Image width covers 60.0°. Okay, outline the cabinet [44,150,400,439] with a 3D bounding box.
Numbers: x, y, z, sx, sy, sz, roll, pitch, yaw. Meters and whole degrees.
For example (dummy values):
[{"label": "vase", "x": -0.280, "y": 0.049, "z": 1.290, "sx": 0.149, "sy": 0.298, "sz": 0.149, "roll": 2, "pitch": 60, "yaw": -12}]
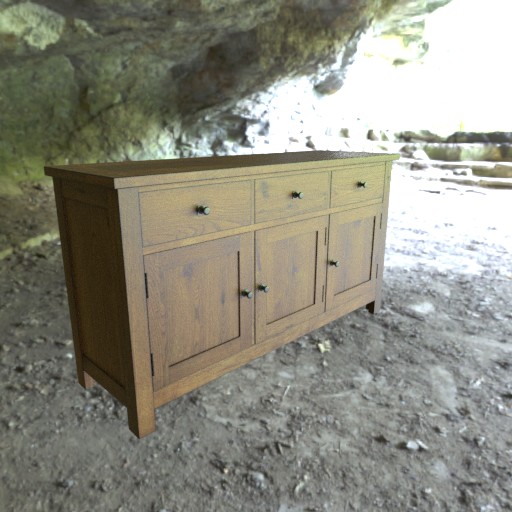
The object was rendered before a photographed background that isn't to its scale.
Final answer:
[{"label": "cabinet", "x": 0.000, "y": 0.000, "z": 1.892, "sx": 1.474, "sy": 0.813, "sz": 0.480, "roll": -15, "pitch": 22, "yaw": -42}]
